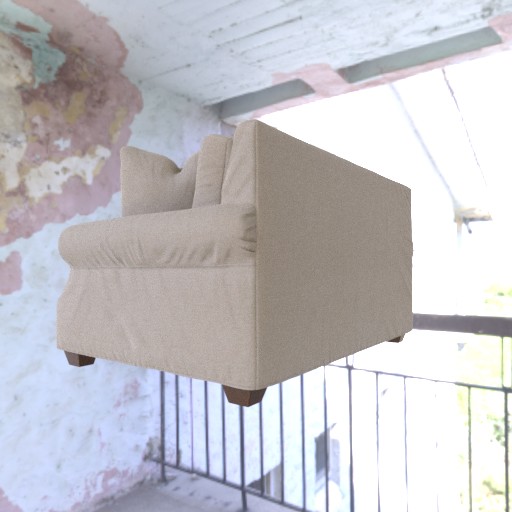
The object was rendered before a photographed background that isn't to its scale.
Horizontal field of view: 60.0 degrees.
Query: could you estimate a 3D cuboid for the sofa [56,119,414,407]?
[{"bbox_3d":[0.000,0.000,2.109,1.070,0.905,1.550,-1,-1,36],"label":"sofa"}]
